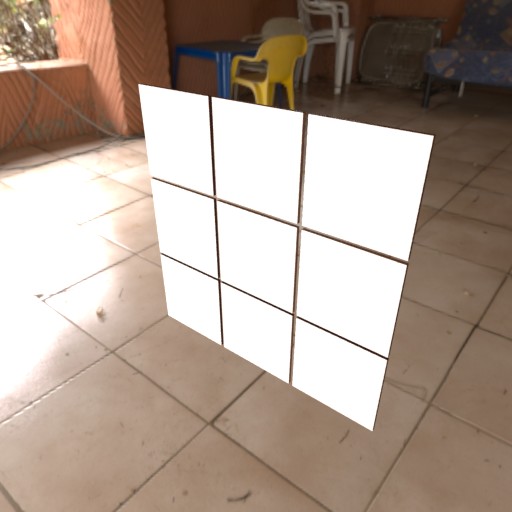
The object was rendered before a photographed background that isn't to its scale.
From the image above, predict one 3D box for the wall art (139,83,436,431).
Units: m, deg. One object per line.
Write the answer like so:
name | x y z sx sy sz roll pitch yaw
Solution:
wall art | 0.000 0.000 1.877 1.256 1.246 0.017 22 37 32
